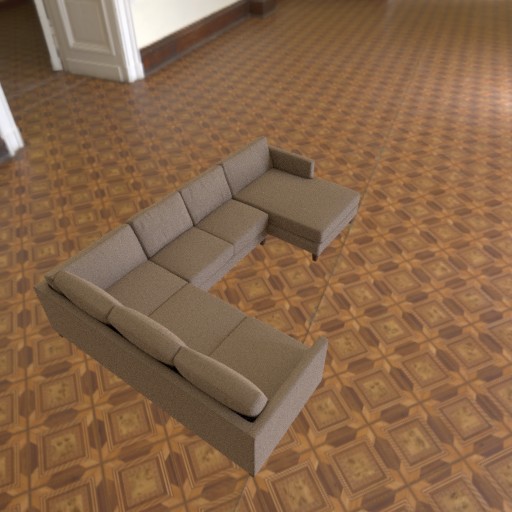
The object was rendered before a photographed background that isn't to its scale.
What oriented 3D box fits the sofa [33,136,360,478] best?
[{"bbox_3d":[0.000,0.000,4.594,2.424,0.865,3.438,25,47,26],"label":"sofa"}]
